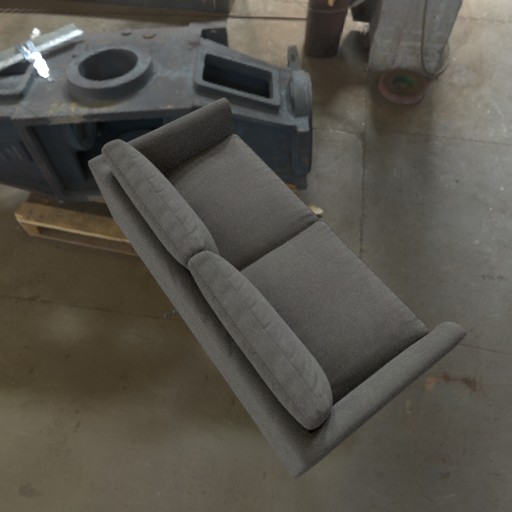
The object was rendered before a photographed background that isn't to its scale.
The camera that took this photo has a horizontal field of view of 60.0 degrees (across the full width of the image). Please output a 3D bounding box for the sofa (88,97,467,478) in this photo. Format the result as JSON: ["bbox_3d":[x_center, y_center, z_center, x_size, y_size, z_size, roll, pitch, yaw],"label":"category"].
[{"bbox_3d":[0.000,0.000,2.756,1.092,0.838,2.257,-32,64,-18],"label":"sofa"}]
